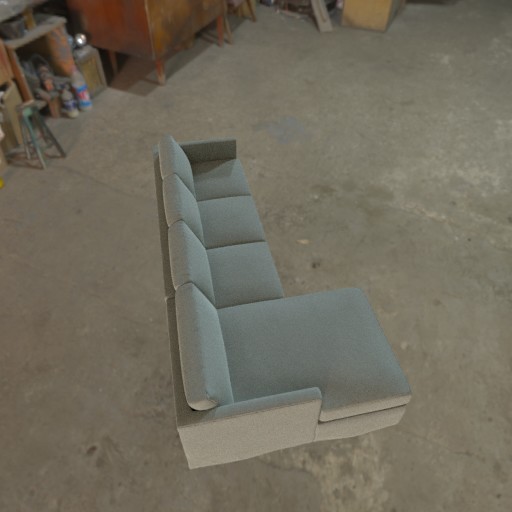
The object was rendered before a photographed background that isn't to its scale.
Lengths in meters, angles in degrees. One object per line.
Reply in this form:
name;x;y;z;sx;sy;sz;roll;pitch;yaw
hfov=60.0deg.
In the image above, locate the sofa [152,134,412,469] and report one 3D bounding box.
sofa;0.000;0.000;4.035;1.650;0.922;3.205;-9;47;-8
